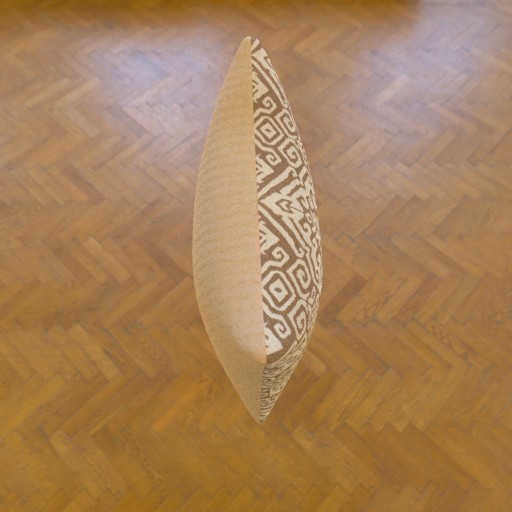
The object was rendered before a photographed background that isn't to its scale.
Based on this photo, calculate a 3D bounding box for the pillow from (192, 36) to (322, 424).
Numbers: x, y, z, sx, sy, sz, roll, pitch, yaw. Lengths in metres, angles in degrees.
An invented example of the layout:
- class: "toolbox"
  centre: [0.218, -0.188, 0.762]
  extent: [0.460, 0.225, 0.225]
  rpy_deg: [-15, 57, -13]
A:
- class: "pillow"
  centre: [0.000, 0.000, 0.643]
  extent: [0.173, 0.407, 0.419]
  rpy_deg: [-2, 64, -1]
